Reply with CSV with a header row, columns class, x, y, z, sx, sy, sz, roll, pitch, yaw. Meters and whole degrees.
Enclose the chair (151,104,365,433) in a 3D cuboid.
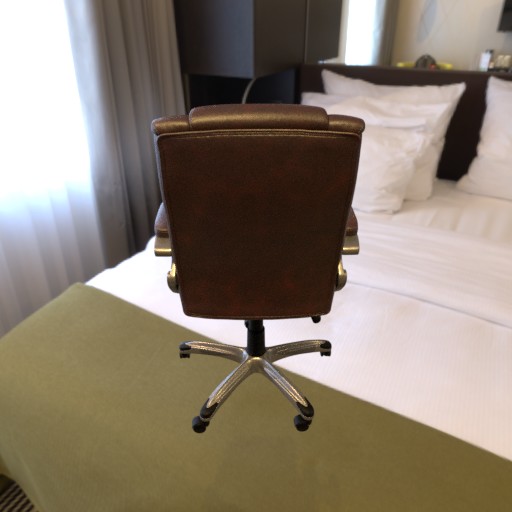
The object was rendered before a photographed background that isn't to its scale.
class,x,y,z,sx,sy,sz,roll,pitch,yaw
chair,0.000,0.000,1.561,0.656,1.128,0.692,-1,29,-1
